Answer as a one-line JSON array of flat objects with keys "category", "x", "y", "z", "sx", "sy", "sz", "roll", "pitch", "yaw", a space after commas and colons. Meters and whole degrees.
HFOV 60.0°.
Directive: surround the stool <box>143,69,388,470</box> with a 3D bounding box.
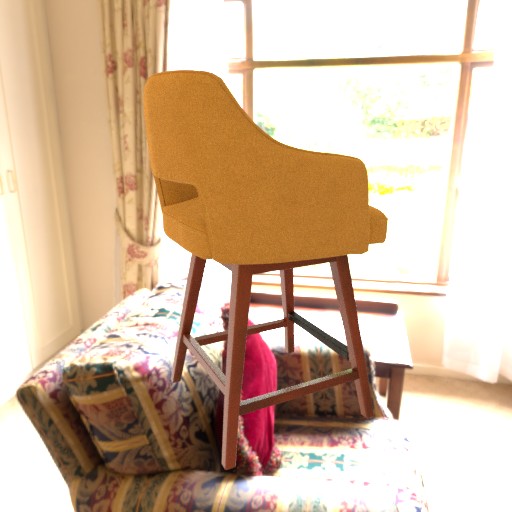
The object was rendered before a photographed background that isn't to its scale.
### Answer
[{"category": "stool", "x": 0.000, "y": 0.000, "z": 1.246, "sx": 0.558, "sy": 0.924, "sz": 0.548, "roll": -8, "pitch": 18, "yaw": -26}]
